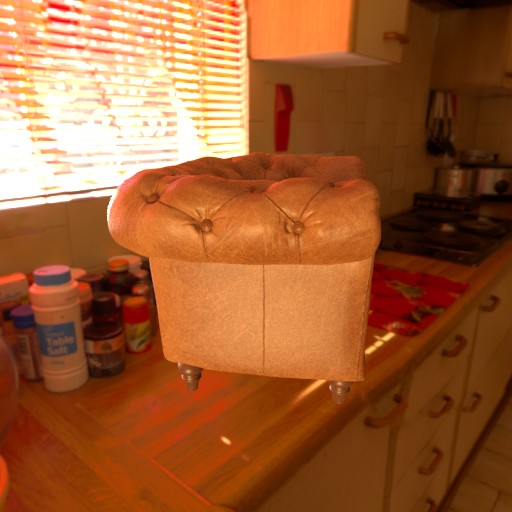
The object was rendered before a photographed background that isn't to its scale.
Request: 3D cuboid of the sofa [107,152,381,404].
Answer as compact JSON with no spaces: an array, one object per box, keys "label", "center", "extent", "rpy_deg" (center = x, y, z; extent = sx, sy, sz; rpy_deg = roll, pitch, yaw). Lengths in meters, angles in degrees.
[{"label":"sofa","center":[0.000,0.000,2.070],"extent":[1.033,0.878,1.405],"rpy_deg":[3,17,10]}]
